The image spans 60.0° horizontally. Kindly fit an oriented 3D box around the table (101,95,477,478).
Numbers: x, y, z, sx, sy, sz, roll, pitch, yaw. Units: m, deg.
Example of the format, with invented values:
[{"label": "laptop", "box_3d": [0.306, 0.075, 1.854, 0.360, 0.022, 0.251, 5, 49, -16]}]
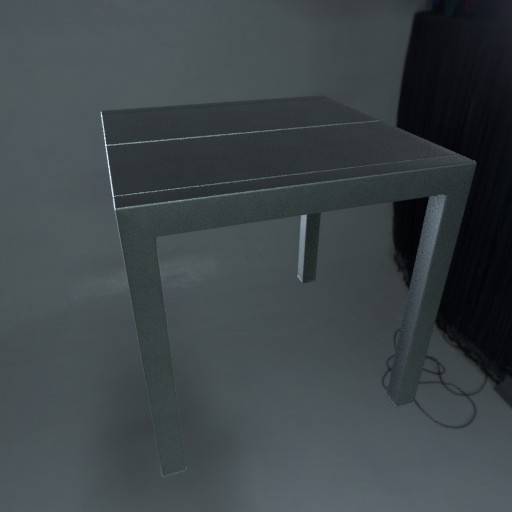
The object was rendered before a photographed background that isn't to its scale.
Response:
[{"label": "table", "box_3d": [0.000, 0.000, 0.907, 0.508, 0.508, 0.508, -10, 32, -16]}]
